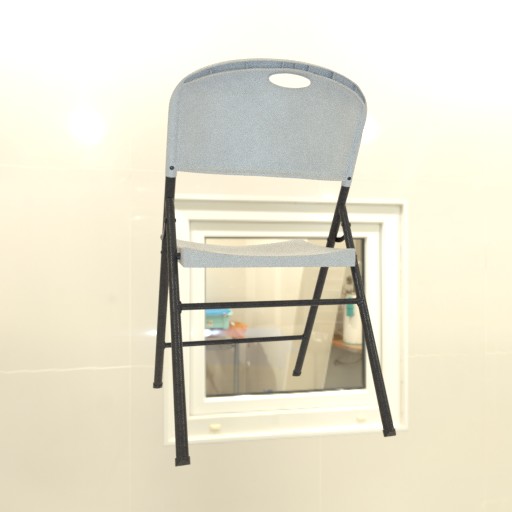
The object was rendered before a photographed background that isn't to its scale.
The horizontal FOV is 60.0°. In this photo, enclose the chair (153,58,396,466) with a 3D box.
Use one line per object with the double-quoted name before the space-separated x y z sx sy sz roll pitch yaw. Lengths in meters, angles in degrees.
"chair" 0.000 0.000 1.174 0.494 0.810 0.566 0 0 -18
